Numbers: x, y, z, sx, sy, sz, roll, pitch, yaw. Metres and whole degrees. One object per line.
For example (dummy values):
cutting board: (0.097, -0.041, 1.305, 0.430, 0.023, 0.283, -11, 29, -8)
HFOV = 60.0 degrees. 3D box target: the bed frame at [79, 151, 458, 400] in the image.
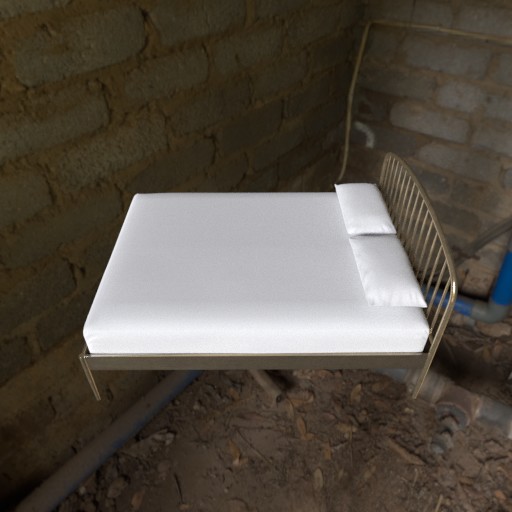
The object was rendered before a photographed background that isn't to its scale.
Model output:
bed frame: (0.000, 0.000, 3.211, 2.152, 1.175, 1.612, 0, 40, 0)
